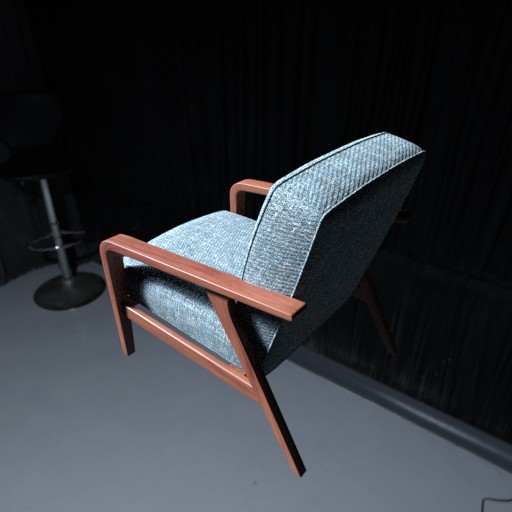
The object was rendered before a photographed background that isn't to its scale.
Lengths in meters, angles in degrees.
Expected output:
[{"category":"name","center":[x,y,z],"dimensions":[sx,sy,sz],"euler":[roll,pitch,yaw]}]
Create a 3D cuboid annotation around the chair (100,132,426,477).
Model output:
[{"category":"chair","center":[0.000,0.000,1.543],"dimensions":[0.889,0.864,0.719],"euler":[22,37,33]}]
